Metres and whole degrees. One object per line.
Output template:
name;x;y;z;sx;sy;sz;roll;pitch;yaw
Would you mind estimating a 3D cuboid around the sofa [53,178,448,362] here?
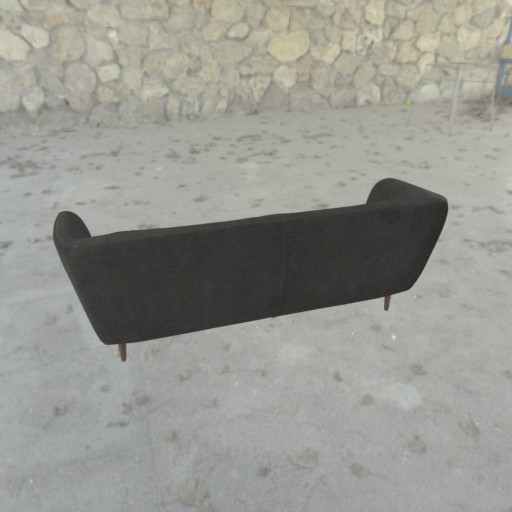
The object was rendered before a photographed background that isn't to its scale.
sofa;0.000;0.000;2.812;2.296;0.875;0.956;-8;28;-15
